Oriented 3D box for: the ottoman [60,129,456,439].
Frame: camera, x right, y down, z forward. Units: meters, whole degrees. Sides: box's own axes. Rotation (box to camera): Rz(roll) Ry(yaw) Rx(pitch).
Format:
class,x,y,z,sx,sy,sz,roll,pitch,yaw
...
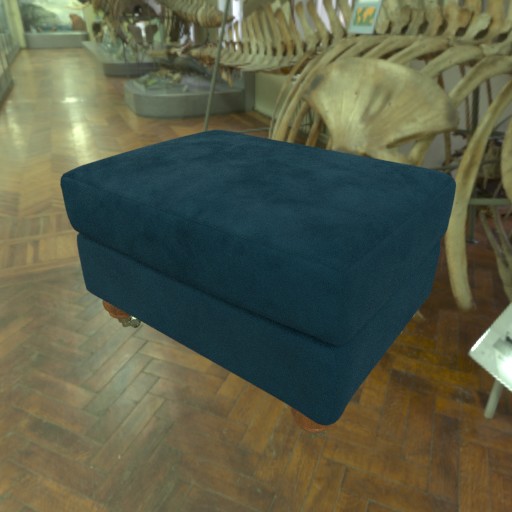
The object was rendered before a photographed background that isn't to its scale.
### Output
class,x,y,z,sx,sy,sz,roll,pitch,yaw
ottoman,0.000,0.000,1.118,0.773,0.503,0.572,20,35,32
